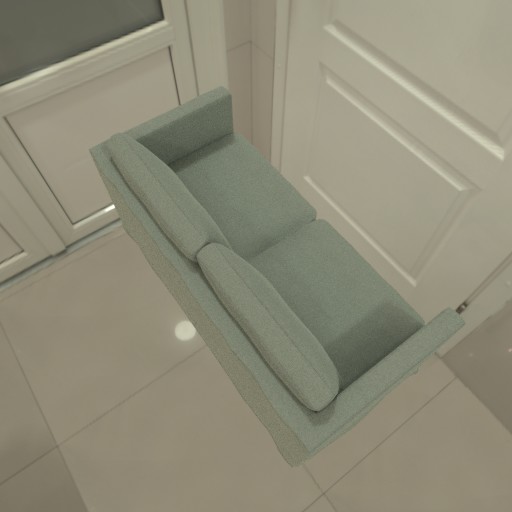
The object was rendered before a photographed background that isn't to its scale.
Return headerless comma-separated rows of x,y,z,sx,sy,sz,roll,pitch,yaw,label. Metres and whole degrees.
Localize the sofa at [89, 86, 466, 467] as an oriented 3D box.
0.000,0.000,2.486,0.940,0.870,1.987,-32,65,-17,sofa
